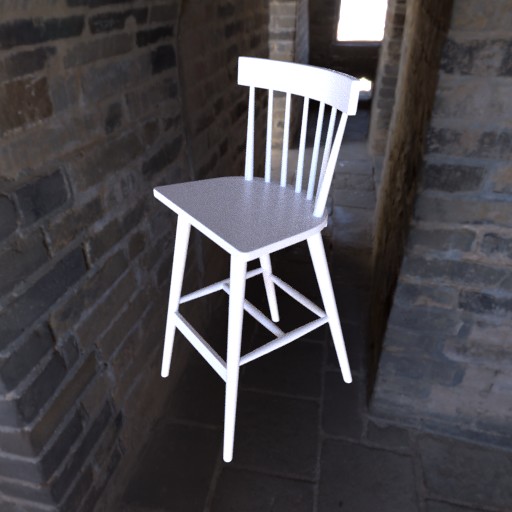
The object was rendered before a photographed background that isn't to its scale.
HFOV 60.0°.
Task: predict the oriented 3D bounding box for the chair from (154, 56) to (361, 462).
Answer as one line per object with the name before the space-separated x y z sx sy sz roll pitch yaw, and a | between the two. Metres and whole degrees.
chair | 0.000 0.000 1.400 0.572 1.092 0.483 -21 38 -30
